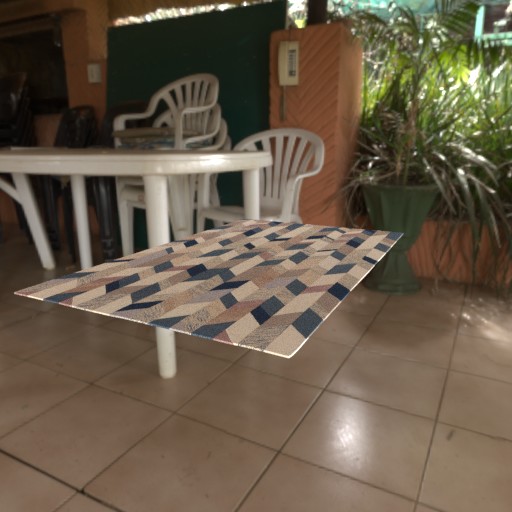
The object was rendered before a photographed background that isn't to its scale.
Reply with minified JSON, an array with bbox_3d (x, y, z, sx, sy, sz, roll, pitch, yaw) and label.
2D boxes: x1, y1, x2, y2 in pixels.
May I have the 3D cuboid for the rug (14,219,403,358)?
[{"bbox_3d":[0.000,0.000,2.949,1.513,0.008,2.423,7,16,26],"label":"rug"}]
